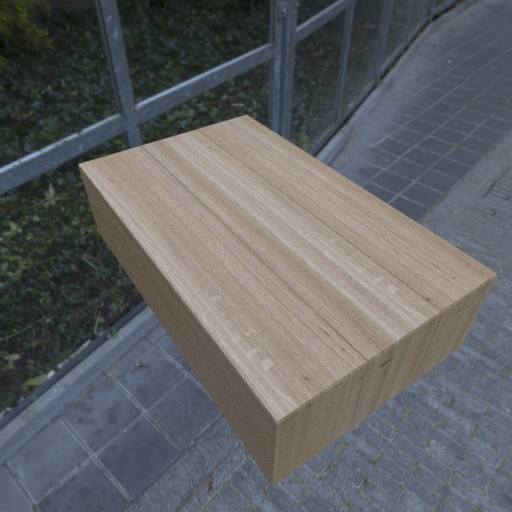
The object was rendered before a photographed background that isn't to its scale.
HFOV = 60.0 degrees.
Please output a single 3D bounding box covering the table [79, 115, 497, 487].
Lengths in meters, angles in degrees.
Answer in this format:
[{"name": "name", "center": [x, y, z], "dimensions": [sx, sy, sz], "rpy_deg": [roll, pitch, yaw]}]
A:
[{"name": "table", "center": [0.000, 0.000, 1.402], "dimensions": [0.678, 0.353, 1.110], "rpy_deg": [-25, 47, -25]}]
